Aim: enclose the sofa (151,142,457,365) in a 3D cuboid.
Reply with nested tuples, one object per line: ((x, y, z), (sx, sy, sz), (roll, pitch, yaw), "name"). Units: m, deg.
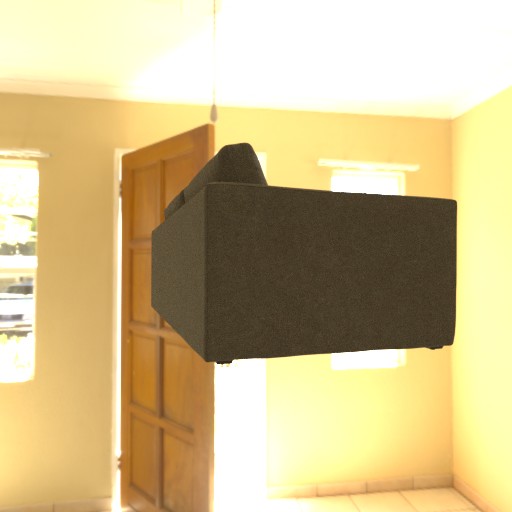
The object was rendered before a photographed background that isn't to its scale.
((0.000, 0.000, 2.758), (1.092, 0.838, 2.257), (0, -1, -18), "sofa")
